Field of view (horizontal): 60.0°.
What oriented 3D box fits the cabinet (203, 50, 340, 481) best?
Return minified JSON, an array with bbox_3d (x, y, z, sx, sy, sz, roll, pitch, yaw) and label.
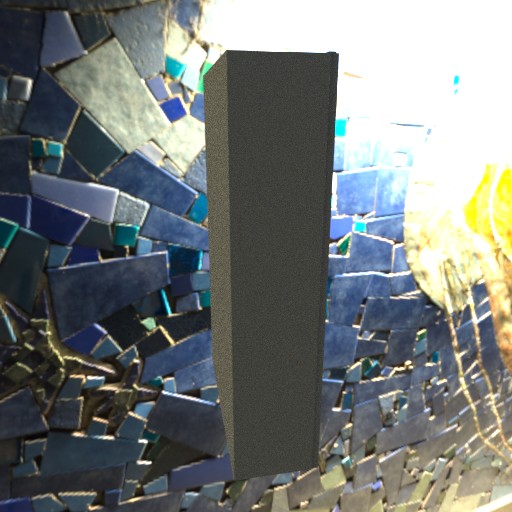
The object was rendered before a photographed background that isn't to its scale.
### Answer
[{"bbox_3d":[0.000,0.000,2.723,0.480,2.160,1.250,-3,18,-10],"label":"cabinet"}]
